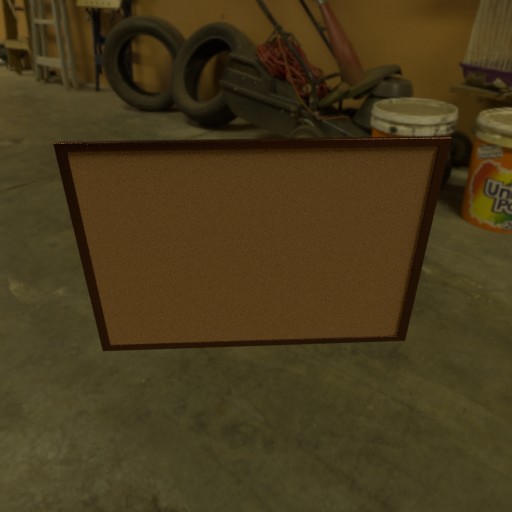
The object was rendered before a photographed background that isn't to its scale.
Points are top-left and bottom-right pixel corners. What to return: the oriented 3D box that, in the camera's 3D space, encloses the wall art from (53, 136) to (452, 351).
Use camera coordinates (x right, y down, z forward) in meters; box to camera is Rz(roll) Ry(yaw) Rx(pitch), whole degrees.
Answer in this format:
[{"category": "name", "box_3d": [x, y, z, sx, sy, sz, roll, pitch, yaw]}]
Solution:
[{"category": "wall art", "box_3d": [0.000, 0.000, 1.057, 0.816, 0.559, 0.014, -1, 31, -2]}]
